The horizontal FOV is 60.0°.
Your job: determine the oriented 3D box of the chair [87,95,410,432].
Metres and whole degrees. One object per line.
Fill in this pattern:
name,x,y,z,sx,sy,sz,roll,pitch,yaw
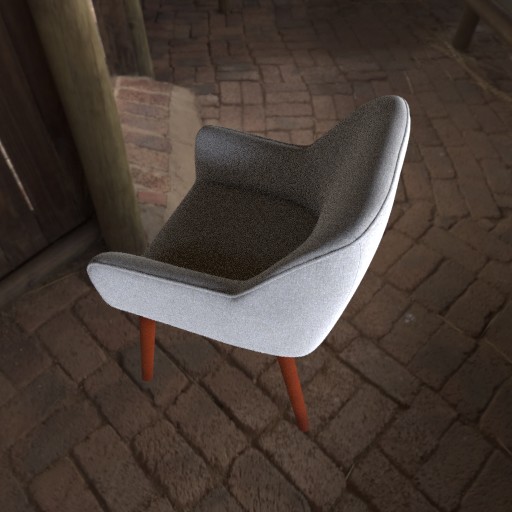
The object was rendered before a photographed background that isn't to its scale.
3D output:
chair,0.000,0.000,1.215,0.610,0.813,0.610,15,50,14
